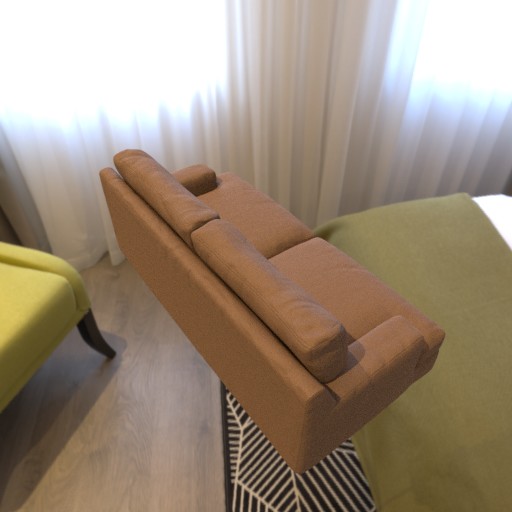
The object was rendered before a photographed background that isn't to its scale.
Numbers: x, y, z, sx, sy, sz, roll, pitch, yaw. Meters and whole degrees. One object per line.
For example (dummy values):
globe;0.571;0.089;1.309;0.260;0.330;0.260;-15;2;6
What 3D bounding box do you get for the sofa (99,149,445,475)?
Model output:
sofa;0.000;0.000;2.903;1.140;0.950;2.274;-26;47;-26
